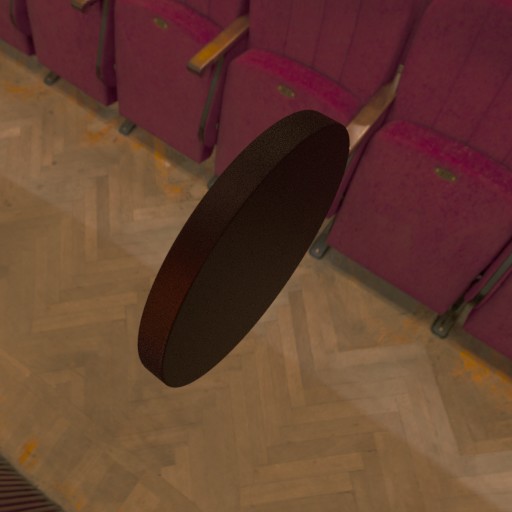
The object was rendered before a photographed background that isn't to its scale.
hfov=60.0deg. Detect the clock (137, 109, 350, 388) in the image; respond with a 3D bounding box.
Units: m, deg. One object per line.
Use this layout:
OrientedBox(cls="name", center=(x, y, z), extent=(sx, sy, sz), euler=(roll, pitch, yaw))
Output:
OrientedBox(cls="clock", center=(0.000, 0.000, 0.470), extent=(0.029, 0.314, 0.314), euler=(34, 68, 16))
